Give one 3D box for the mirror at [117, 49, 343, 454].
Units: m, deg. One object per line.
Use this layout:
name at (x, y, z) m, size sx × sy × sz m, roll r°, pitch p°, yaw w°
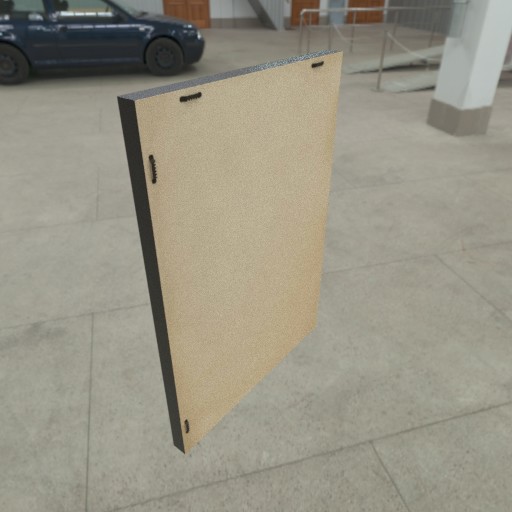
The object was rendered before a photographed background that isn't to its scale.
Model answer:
mirror at (0.000, 0.000, 0.900) m, size 0.040 × 0.710 × 0.507 m, roll 23°, pitch 39°, yaw 32°
